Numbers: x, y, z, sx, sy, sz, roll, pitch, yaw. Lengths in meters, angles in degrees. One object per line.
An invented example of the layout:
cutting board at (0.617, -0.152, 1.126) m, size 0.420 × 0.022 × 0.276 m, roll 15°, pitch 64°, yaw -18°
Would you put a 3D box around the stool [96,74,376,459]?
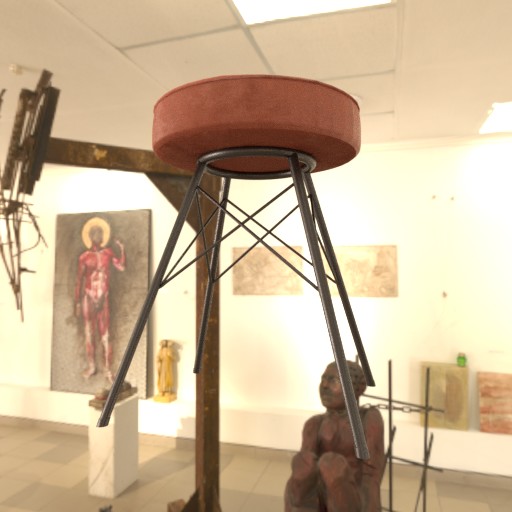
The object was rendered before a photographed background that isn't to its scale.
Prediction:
stool at (0.000, 0.000, 0.897) m, size 0.457 × 0.593 × 0.421 m, roll 0°, pitch -1°, yaw 16°
